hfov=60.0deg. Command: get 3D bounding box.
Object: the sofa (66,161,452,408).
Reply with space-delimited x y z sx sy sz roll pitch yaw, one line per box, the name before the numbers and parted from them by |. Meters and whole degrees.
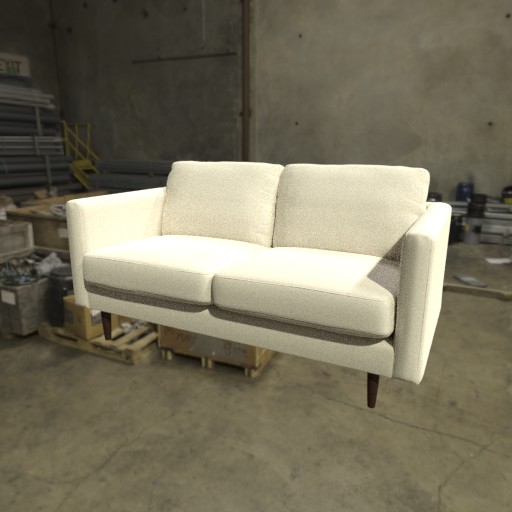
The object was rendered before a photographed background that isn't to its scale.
sofa | 0.000 0.000 2.224 1.713 0.893 0.940 7 16 26
